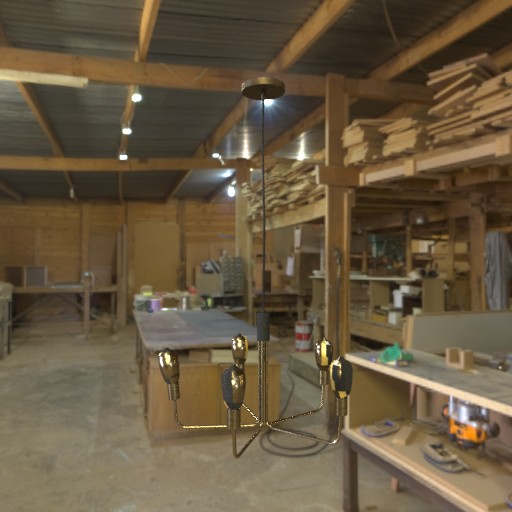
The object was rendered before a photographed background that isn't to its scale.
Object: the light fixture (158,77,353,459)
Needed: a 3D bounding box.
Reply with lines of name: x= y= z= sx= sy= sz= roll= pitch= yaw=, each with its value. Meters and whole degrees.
light fixture: x=0.000 y=0.000 z=1.392 sx=0.588 sy=1.059 sz=0.532 roll=0 pitch=-1 yaw=-18
